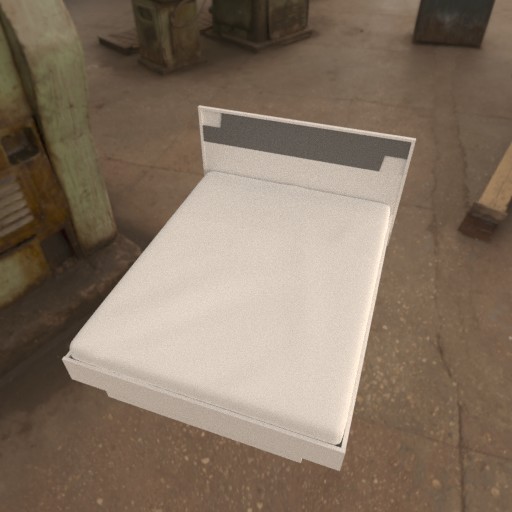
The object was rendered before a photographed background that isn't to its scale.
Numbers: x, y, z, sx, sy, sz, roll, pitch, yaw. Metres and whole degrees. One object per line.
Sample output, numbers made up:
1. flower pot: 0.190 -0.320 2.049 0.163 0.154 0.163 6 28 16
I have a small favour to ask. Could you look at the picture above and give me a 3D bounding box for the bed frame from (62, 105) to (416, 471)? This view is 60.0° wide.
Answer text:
1. bed frame: 0.000 0.000 3.006 1.711 1.001 2.100 13 44 14
